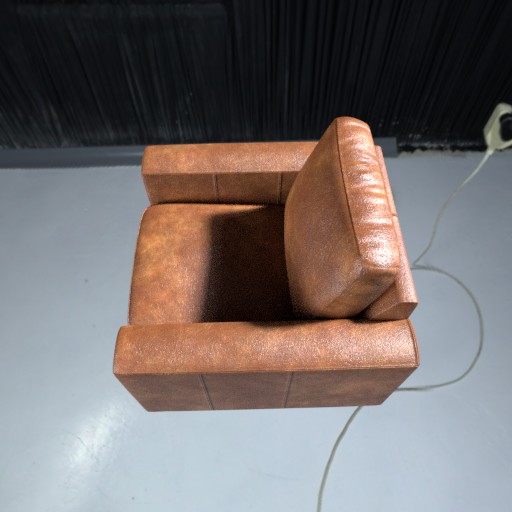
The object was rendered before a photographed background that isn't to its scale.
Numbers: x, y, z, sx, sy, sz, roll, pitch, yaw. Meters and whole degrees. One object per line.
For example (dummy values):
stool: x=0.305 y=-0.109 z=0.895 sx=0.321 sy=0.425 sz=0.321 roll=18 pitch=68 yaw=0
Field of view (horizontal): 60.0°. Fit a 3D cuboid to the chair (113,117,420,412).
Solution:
chair: x=0.000 y=0.000 z=1.753 sx=1.016 sy=0.873 sz=1.005 roll=-1 pitch=58 yaw=-1
